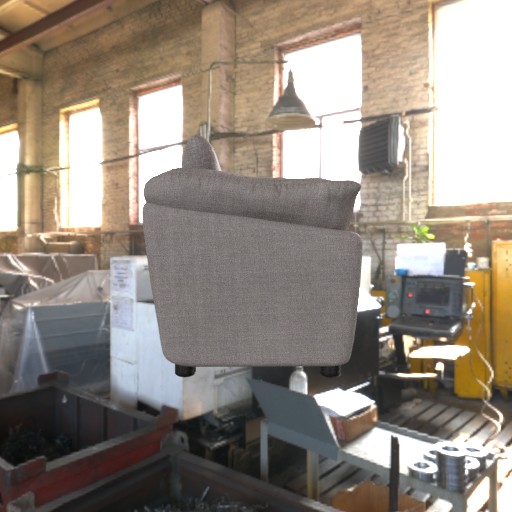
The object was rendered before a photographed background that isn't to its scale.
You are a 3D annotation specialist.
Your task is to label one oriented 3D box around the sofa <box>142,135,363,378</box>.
[{"bbox_3d":[0.000,0.000,2.832,0.878,0.996,2.334,0,0,1],"label":"sofa"}]
